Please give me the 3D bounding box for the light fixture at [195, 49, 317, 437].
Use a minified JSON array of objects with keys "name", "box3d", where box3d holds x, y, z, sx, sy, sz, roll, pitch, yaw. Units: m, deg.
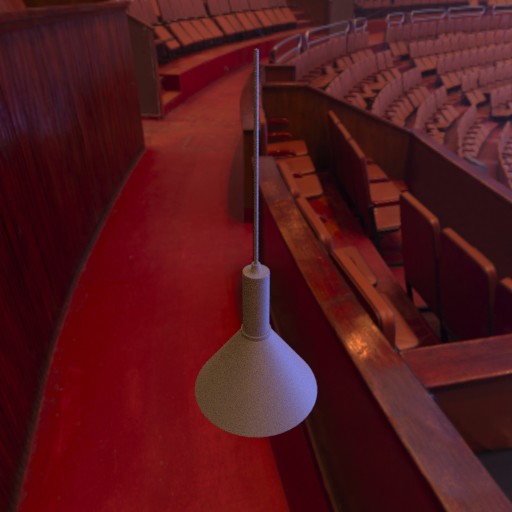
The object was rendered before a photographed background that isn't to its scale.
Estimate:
[{"name":"light fixture","box3d":[0.000,0.000,0.803,0.267,0.683,0.267,-10,33,-16]}]
